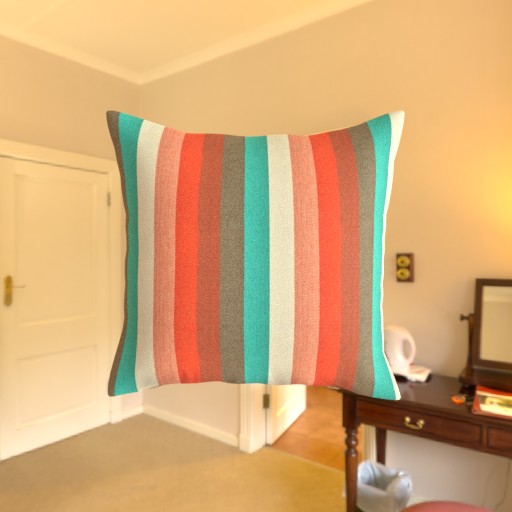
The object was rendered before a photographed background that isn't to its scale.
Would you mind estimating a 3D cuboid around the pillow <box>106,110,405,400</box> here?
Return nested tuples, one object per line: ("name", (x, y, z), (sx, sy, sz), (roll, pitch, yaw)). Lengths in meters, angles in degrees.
("pillow", (0.000, 0.000, 0.678), (0.453, 0.443, 0.168), (0, 0, -1))
